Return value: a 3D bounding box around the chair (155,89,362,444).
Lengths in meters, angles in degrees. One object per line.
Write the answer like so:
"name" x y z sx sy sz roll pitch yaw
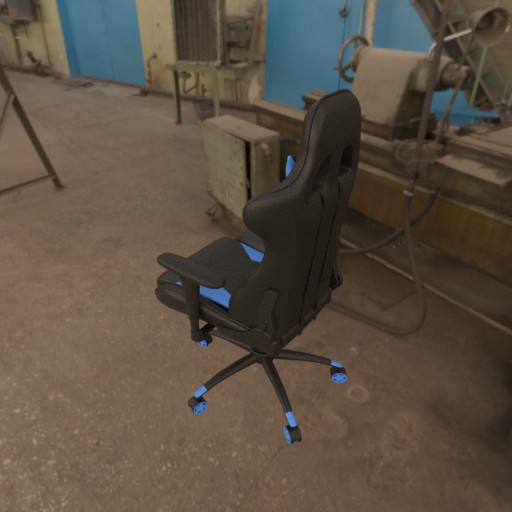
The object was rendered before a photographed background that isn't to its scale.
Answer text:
"chair" 0.000 0.000 1.708 0.730 1.282 0.695 22 38 30
